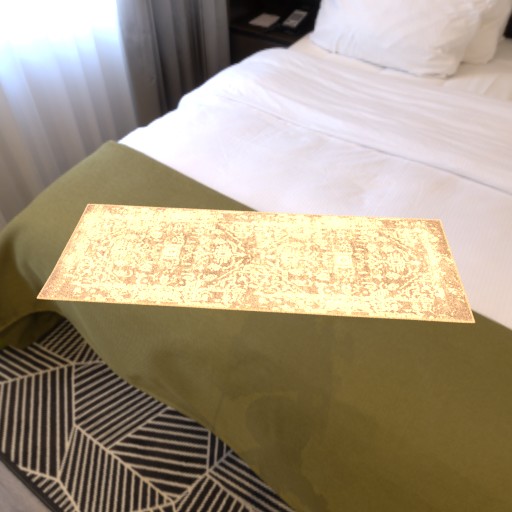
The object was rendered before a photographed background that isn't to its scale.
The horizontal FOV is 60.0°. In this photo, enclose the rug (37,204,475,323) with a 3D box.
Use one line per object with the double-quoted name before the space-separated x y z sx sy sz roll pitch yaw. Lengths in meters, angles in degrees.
"rug" 0.000 0.000 2.763 2.452 0.017 0.855 3 46 3
